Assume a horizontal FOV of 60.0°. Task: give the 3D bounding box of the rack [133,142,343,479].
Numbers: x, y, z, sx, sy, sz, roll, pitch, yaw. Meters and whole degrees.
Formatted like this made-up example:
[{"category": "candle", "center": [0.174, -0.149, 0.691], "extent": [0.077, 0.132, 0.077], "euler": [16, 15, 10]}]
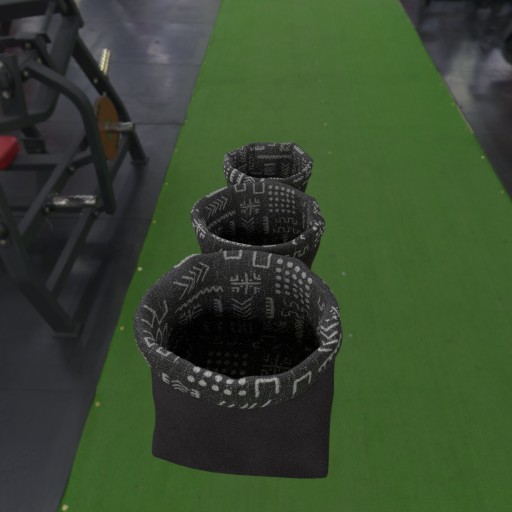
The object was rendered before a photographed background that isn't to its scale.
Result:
[{"category": "rack", "center": [0.000, 0.000, 1.073], "extent": [0.379, 0.323, 0.905], "euler": [4, 46, 4]}]
